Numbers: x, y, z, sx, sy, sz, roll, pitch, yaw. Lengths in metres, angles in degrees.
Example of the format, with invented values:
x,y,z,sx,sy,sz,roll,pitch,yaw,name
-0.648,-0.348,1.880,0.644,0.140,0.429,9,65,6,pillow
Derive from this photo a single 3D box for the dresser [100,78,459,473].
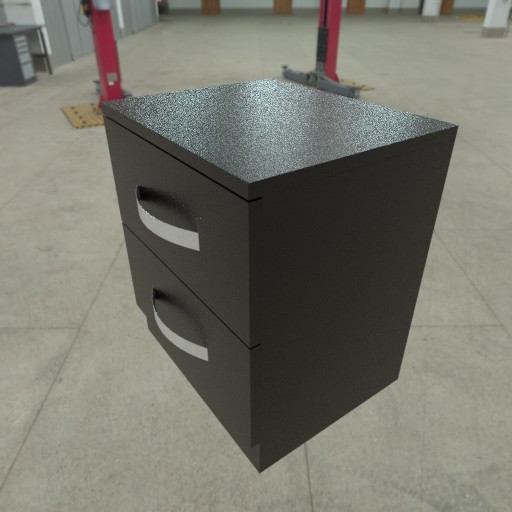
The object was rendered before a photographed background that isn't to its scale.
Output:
x,y,z,sx,sy,sz,roll,pitch,yaw,name
0.000,0.000,0.747,0.360,0.470,0.400,-21,37,-30,dresser
